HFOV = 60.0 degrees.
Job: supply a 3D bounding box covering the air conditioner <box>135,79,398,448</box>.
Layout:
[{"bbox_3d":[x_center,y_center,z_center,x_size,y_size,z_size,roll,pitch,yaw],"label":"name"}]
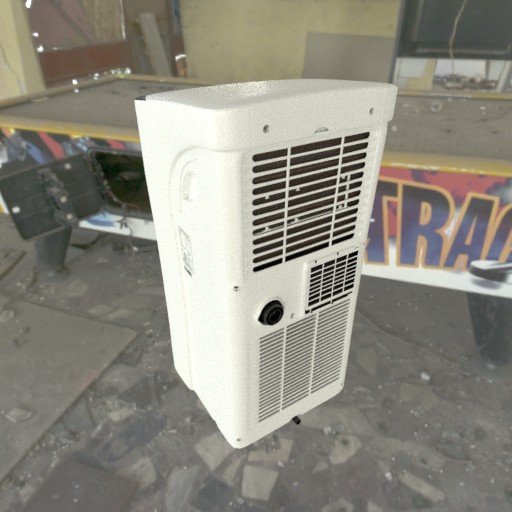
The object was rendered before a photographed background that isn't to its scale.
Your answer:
[{"bbox_3d":[0.000,0.000,0.936,0.352,0.716,0.369,-18,35,-29],"label":"air conditioner"}]
